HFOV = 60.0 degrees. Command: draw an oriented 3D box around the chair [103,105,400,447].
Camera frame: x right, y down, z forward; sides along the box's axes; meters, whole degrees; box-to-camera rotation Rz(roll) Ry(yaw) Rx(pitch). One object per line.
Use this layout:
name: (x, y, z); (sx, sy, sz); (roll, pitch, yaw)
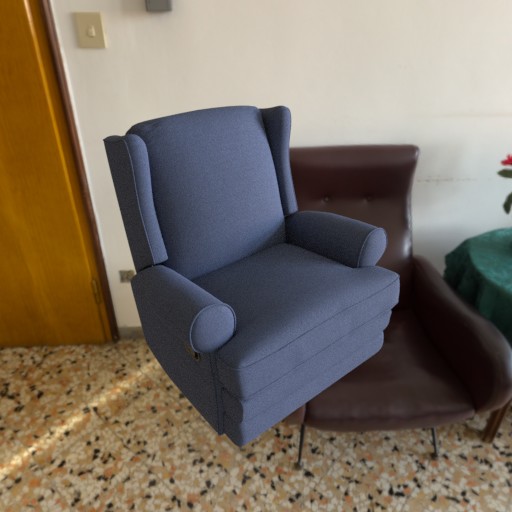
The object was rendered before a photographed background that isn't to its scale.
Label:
chair: (0.000, 0.000, 1.779); (0.971, 1.020, 0.877); (-23, 38, -33)
